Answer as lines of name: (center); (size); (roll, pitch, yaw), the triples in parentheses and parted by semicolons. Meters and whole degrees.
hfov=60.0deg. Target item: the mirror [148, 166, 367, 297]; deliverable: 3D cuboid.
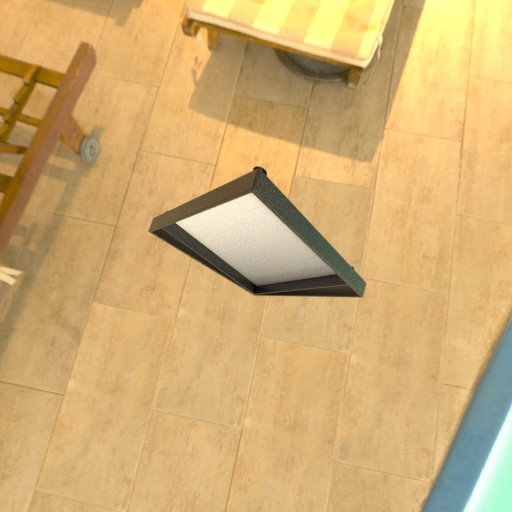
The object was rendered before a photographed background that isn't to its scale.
mirror: (0.000, 0.000, 0.828); (0.419, 0.679, 0.032); (17, 76, 5)
